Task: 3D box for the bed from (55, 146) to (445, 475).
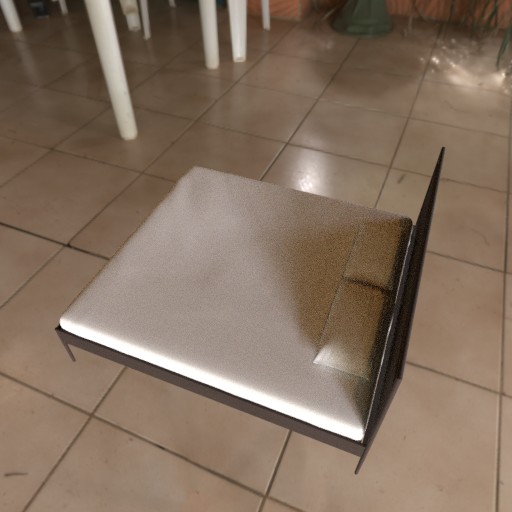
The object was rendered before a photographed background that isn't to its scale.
[{"bbox_3d":[0.000,0.000,3.245,2.151,1.173,1.993,16,48,15],"label":"bed"}]
